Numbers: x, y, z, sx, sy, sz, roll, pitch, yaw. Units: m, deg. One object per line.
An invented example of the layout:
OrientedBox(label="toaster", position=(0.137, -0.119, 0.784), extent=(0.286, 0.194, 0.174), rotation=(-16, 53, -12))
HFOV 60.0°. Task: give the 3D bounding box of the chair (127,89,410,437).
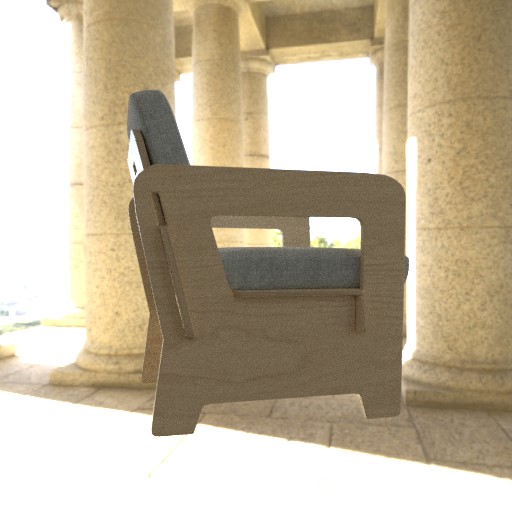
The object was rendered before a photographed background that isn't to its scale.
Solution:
OrientedBox(label="chair", position=(0.000, 0.000, 1.279), extent=(0.710, 0.800, 0.590), rotation=(0, 0, -17))
